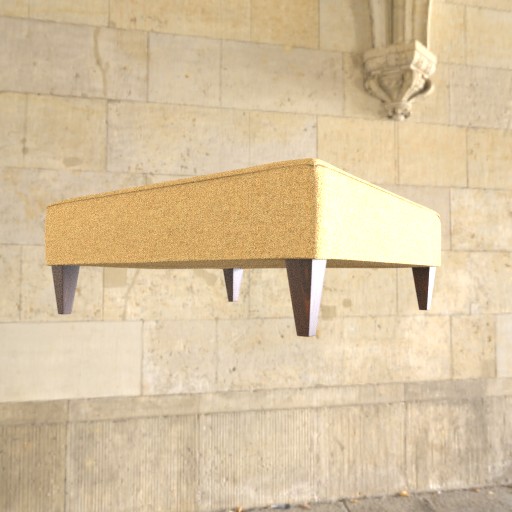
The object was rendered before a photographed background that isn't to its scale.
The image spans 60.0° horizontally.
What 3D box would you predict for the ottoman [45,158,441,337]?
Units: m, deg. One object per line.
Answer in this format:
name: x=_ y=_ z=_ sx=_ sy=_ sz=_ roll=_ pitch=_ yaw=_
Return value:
ottoman: x=0.000 y=0.000 z=1.506 sx=0.981 sy=0.378 sz=0.970 roll=-2 pitch=-3 yaw=36
